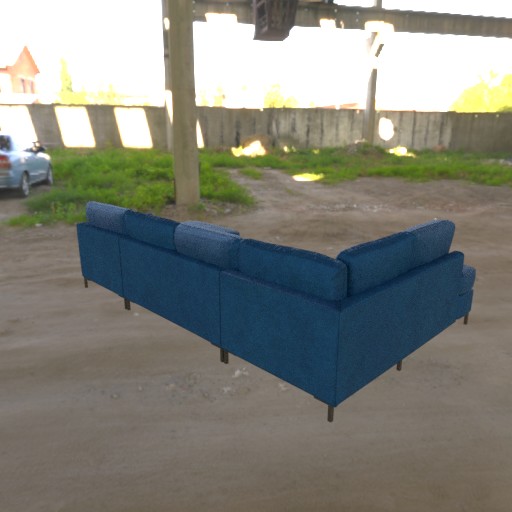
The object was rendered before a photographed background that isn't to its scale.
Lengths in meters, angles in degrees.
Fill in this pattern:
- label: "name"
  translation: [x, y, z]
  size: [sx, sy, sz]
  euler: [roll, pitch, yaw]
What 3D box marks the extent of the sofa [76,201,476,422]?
- label: "sofa"
  translation: [0.000, 0.000, 4.329]
  size: [2.055, 0.992, 3.434]
  euler: [-15, 22, -43]
